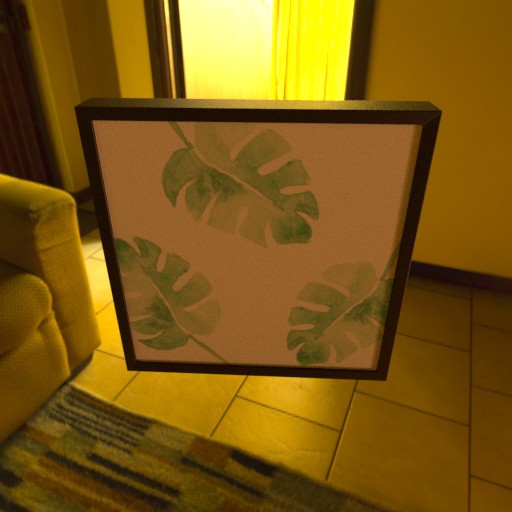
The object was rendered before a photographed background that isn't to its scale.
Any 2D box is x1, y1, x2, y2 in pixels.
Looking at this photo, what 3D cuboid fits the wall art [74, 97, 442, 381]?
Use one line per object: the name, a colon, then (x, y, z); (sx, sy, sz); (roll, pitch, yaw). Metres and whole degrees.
wall art: (0.000, 0.000, 0.458); (0.304, 0.304, 0.038); (2, 31, 3)
